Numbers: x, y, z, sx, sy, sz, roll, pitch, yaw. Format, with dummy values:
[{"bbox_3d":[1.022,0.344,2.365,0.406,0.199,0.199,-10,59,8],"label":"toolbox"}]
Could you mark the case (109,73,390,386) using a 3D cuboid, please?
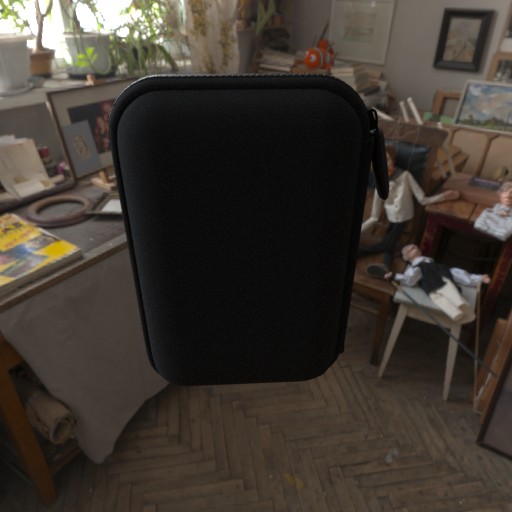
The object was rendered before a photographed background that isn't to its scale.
[{"bbox_3d":[0.000,0.000,0.192,0.107,0.147,0.030,-2,32,-3],"label":"case"}]
